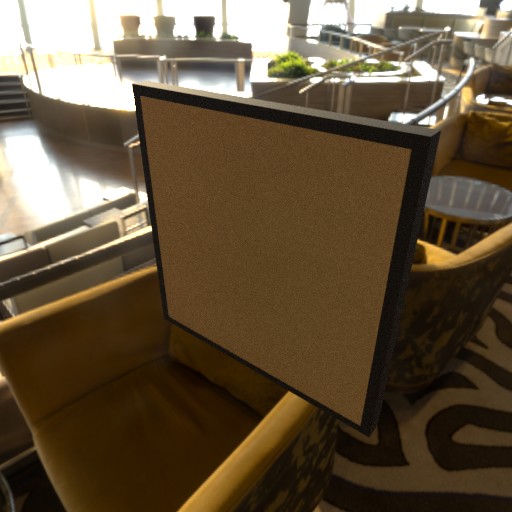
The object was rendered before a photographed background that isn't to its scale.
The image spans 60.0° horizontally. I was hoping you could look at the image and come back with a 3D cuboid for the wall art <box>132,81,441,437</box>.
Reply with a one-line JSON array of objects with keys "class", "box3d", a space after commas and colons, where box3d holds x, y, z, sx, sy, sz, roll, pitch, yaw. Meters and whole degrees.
[{"class": "wall art", "box3d": [0.000, 0.000, 0.757, 0.508, 0.507, 0.033, 22, 38, 32]}]
